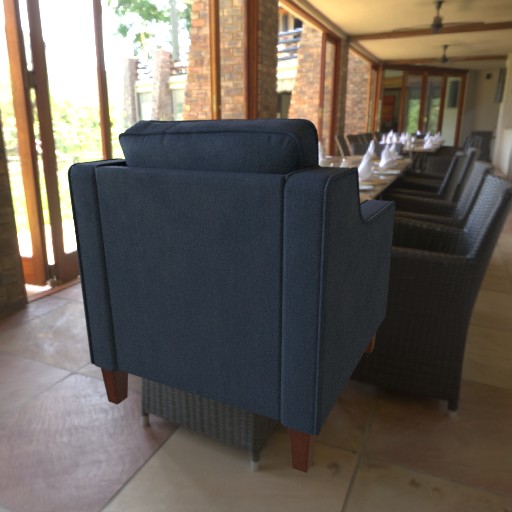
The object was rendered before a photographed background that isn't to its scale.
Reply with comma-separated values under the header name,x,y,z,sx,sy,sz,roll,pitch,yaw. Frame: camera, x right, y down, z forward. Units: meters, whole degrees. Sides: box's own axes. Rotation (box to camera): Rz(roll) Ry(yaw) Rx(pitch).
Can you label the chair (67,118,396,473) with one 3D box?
name,x,y,z,sx,sy,sz,roll,pitch,yaw
chair,0.000,0.000,1.639,0.831,0.960,0.909,8,18,26
